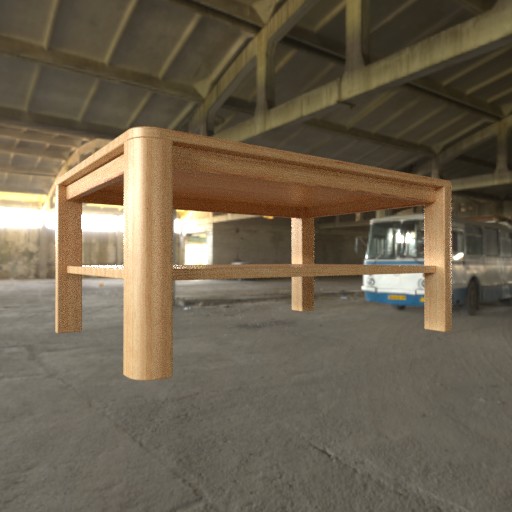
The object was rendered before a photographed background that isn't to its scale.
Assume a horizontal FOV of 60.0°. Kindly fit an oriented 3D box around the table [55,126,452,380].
[{"bbox_3d":[0.000,0.000,1.329,0.997,0.445,0.696,0,-1,-35],"label":"table"}]
